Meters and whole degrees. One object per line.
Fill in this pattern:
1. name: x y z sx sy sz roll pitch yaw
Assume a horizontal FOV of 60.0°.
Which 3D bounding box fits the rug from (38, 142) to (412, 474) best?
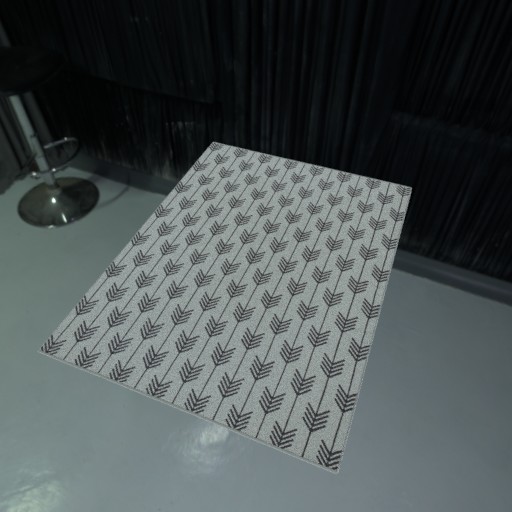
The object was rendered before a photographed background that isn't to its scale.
1. rug: 0.000 0.000 4.016 2.330 0.010 3.061 16 49 15
